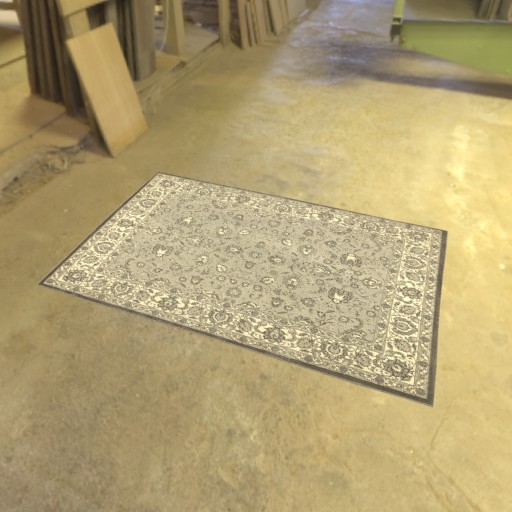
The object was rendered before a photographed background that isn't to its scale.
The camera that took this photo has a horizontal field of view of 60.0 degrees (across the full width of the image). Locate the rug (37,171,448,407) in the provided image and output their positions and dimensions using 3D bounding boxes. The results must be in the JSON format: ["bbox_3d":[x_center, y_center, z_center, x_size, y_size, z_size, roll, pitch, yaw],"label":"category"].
[{"bbox_3d":[0.000,0.000,3.039,2.438,0.011,1.524,14,43,16],"label":"rug"}]
